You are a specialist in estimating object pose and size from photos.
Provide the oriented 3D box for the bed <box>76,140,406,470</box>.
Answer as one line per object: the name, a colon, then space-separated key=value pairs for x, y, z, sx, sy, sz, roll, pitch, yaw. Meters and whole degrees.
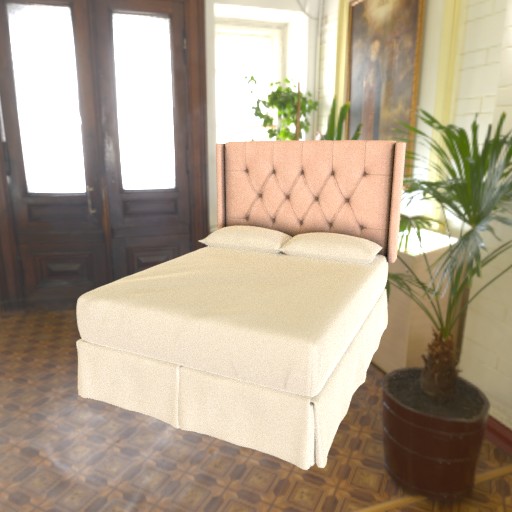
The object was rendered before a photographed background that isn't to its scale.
bed: x=0.000 y=0.000 z=3.261 sx=1.719 sy=1.665 sz=2.066 roll=7 pitch=16 yaw=25
